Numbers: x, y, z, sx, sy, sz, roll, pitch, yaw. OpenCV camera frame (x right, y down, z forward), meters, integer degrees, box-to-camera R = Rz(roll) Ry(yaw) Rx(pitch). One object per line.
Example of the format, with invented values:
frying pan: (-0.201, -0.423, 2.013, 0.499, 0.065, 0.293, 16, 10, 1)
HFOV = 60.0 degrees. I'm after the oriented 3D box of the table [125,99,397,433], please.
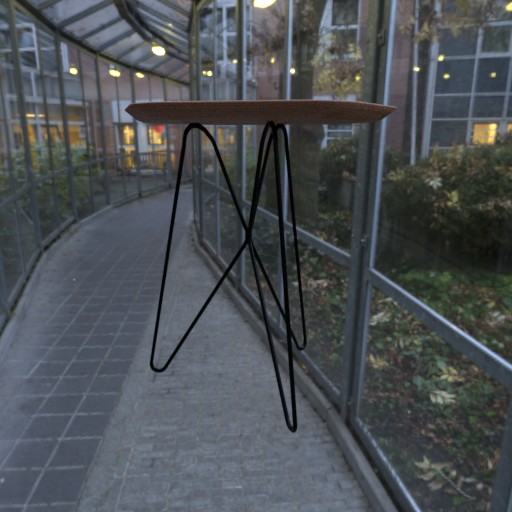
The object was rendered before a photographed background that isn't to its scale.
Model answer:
table: (0.000, 0.000, 0.889, 0.500, 0.562, 0.400, 2, 15, 9)
